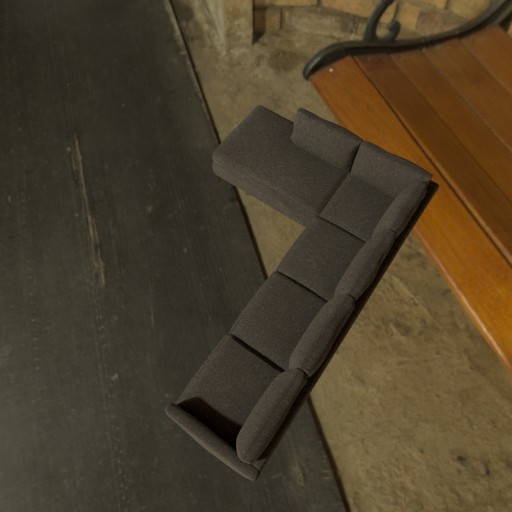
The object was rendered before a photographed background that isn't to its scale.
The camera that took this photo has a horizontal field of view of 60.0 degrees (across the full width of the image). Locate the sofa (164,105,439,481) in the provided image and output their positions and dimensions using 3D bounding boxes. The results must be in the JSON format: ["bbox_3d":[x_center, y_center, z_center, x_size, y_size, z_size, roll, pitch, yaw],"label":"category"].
[{"bbox_3d":[0.000,0.000,3.865,2.007,0.815,2.949,32,68,15],"label":"sofa"}]
